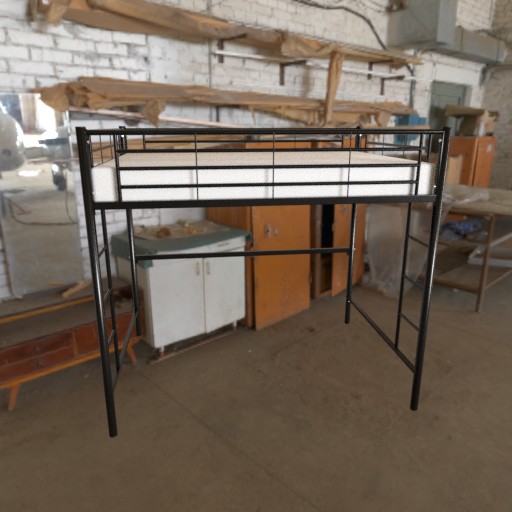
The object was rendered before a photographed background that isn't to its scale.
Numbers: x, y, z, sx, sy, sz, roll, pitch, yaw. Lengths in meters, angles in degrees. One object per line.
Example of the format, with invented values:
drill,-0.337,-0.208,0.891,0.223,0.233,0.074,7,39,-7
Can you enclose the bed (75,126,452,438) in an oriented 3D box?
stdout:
bed,0.000,0.000,3.208,1.994,1.803,1.397,-2,17,-7
